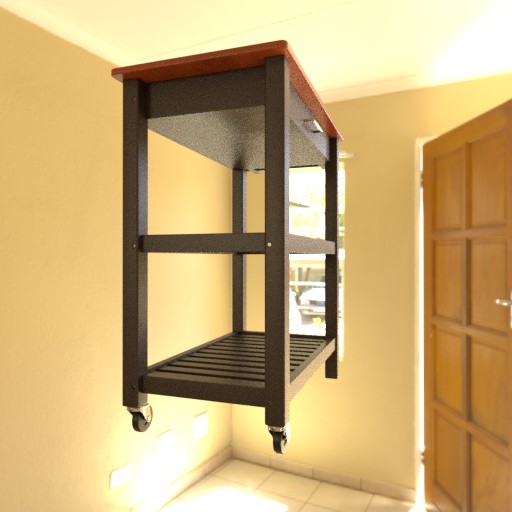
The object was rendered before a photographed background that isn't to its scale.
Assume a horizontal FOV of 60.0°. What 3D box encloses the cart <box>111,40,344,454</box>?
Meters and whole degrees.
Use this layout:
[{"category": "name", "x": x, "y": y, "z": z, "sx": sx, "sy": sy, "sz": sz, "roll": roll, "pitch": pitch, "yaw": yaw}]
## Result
[{"category": "cart", "x": 0.000, "y": 0.000, "z": 1.447, "sx": 0.457, "sy": 0.927, "sz": 0.899, "roll": 0, "pitch": 0, "yaw": 20}]
